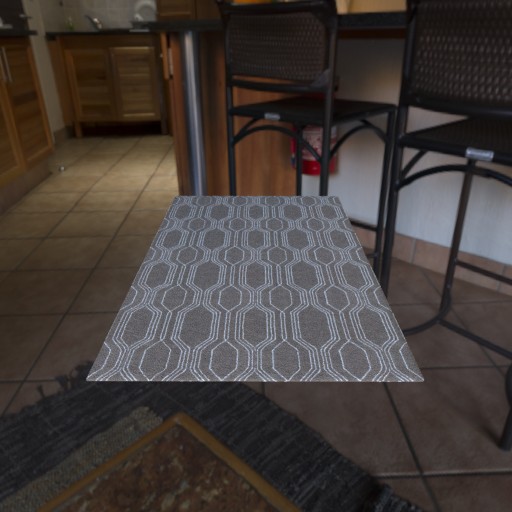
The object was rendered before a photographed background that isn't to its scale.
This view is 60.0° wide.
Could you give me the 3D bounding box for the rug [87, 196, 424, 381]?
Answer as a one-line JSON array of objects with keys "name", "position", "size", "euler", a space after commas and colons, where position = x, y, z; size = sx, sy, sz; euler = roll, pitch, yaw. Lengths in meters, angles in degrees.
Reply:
[{"name": "rug", "position": [0.000, 0.000, 3.103], "size": [1.541, 0.012, 2.457], "euler": [0, 27, 0]}]
